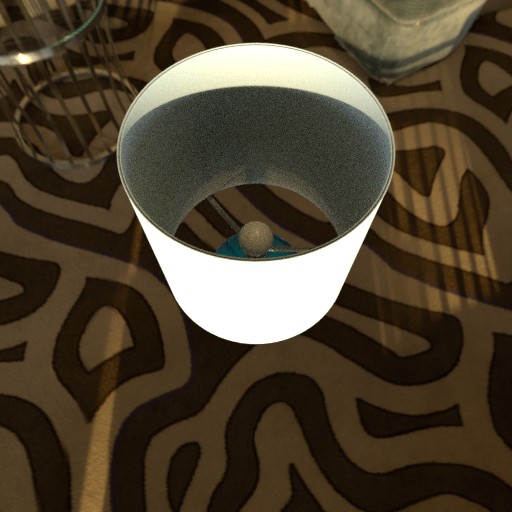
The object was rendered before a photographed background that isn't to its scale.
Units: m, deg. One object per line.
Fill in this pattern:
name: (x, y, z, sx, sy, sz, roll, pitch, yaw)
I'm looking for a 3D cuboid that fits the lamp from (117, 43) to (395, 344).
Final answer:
lamp: (0.000, 0.000, 0.479, 0.193, 0.377, 0.193, -33, 68, -15)
